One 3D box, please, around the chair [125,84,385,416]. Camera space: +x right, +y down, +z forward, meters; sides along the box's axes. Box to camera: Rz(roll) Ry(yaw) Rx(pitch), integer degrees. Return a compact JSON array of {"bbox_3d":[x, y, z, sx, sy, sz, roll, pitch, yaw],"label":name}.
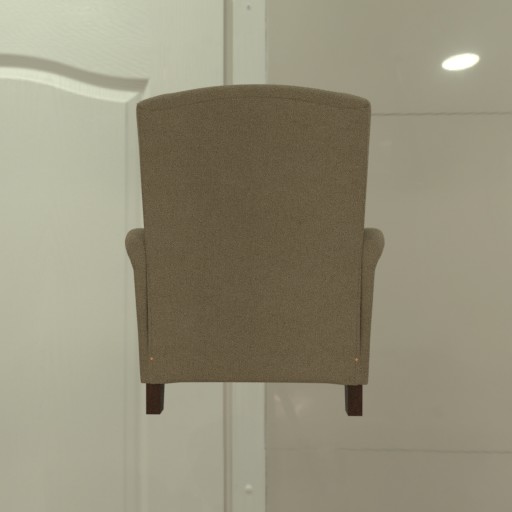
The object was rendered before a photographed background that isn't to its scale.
[{"bbox_3d":[0.000,0.000,1.797,0.978,1.061,0.905,0,-1,1],"label":"chair"}]
